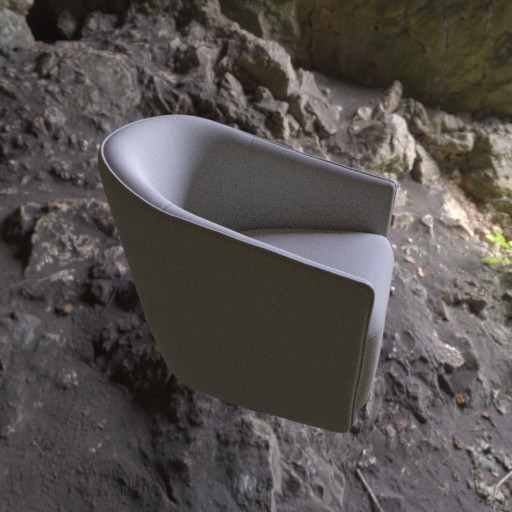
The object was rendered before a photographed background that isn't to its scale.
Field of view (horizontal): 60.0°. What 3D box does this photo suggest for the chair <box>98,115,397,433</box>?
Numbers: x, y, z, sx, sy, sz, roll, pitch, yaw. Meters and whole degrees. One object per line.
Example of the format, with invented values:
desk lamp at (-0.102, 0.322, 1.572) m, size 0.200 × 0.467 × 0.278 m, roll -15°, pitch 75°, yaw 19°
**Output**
chair at (0.000, 0.000, 1.465) m, size 0.875 × 0.799 × 0.747 m, roll 10°, pitch 31°, yaw 17°
